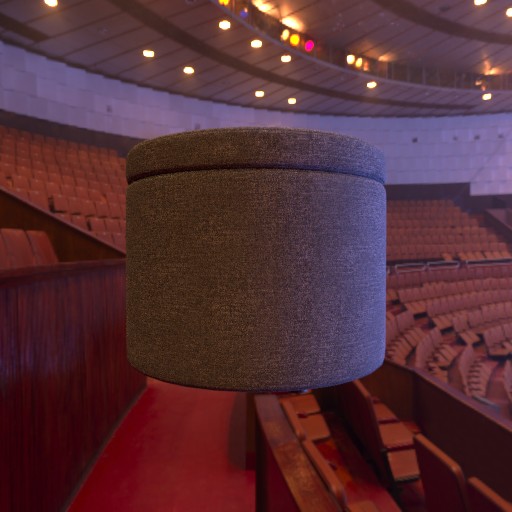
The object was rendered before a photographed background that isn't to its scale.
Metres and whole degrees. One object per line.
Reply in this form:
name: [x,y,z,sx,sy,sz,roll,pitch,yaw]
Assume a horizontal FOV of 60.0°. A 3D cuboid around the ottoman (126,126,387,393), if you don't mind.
ottoman: [0.000,0.000,0.888,0.500,0.419,0.500,0,1,0]
